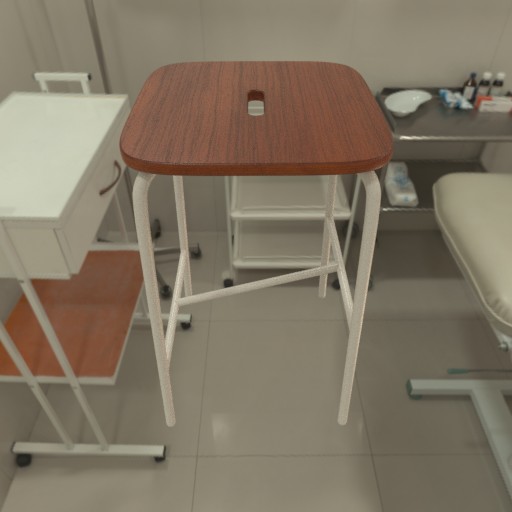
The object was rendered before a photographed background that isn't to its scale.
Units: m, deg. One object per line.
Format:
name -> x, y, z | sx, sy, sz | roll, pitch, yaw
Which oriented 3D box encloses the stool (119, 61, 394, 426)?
stool -> 0.000, 0.000, 0.856 | 0.376, 0.610, 0.376 | 0, 42, 0
